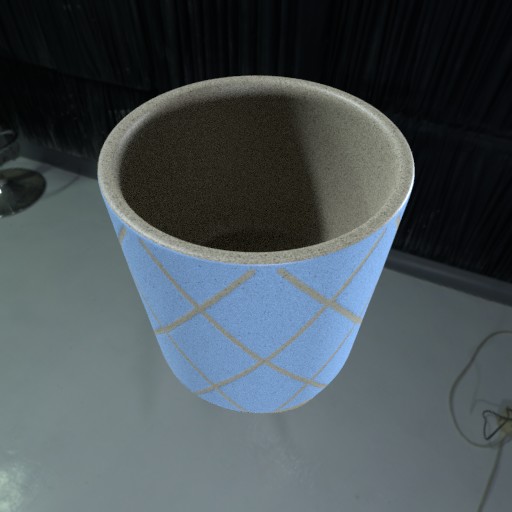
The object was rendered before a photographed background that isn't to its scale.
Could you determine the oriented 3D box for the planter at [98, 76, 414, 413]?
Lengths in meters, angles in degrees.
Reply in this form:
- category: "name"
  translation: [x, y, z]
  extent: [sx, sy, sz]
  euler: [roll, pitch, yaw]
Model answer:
- category: "planter"
  translation: [0.000, 0.000, 0.346]
  extent: [0.191, 0.200, 0.191]
  euler: [0, 48, 0]
